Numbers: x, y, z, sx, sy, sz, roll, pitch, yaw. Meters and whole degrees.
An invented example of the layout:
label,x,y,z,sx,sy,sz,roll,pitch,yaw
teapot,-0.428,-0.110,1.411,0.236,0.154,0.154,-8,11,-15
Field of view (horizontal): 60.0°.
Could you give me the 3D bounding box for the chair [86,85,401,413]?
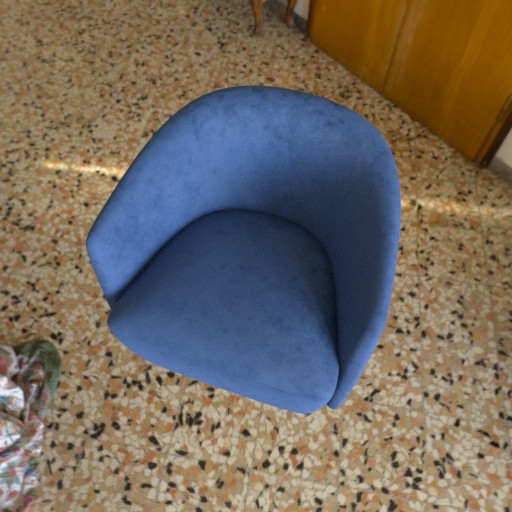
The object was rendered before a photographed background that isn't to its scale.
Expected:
label,x,y,z,sx,sy,sz,roll,pitch,yaw
chair,0.000,0.000,1.370,0.773,0.698,0.767,16,58,10
